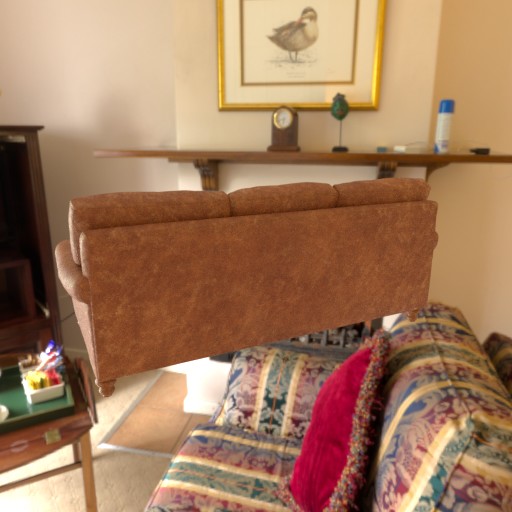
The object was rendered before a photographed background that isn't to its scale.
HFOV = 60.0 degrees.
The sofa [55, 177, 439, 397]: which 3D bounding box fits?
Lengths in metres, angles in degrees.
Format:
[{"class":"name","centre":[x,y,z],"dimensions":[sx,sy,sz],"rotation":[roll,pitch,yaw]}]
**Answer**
[{"class":"sofa","centre":[0.000,0.000,2.866],"dimensions":[2.351,0.977,0.973],"rotation":[-7,17,-26]}]
